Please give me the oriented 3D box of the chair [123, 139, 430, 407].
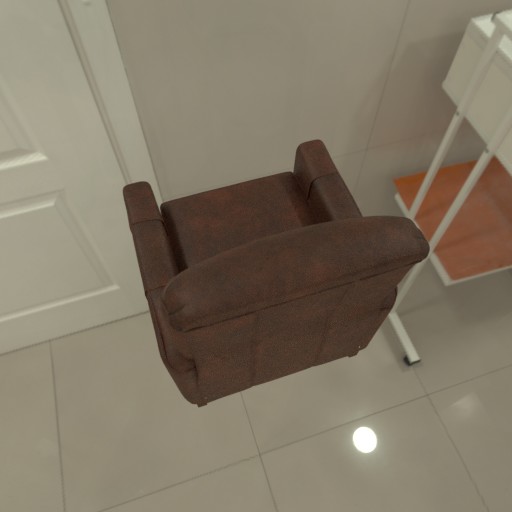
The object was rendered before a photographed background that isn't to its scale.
[{"bbox_3d":[0.000,0.000,1.669,0.843,1.043,0.836,-16,59,-10],"label":"chair"}]
